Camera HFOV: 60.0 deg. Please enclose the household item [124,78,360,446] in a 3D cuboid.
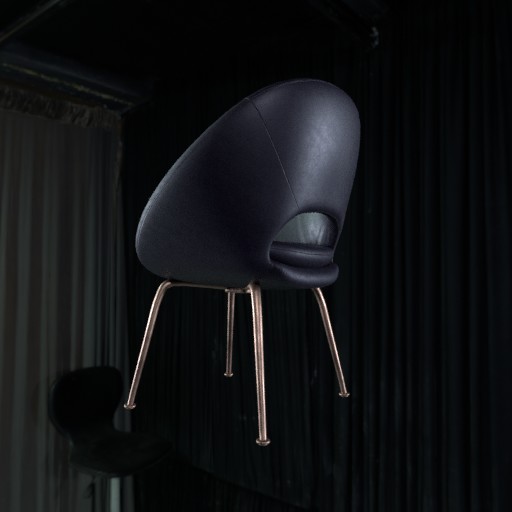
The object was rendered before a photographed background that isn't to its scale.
[{"bbox_3d":[0.000,0.000,1.286,0.573,0.852,0.623,-1,-2,35],"label":"household item"}]
